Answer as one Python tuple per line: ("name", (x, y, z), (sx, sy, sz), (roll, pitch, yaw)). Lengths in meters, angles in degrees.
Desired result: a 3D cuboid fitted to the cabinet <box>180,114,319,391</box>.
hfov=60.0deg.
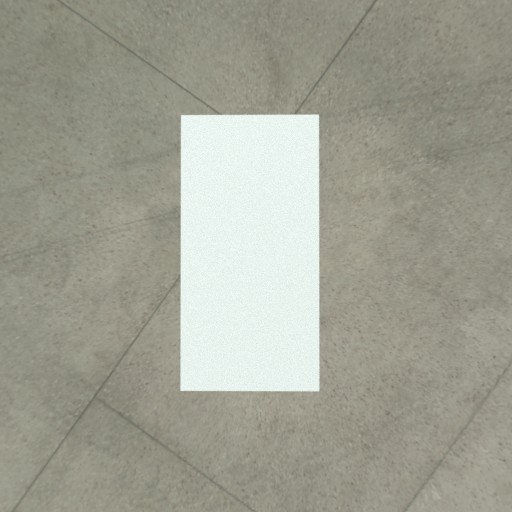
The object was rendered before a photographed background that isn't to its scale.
("cabinet", (0.000, 0.000, 2.122), (0.390, 1.829, 0.754), (0, 89, 1))
